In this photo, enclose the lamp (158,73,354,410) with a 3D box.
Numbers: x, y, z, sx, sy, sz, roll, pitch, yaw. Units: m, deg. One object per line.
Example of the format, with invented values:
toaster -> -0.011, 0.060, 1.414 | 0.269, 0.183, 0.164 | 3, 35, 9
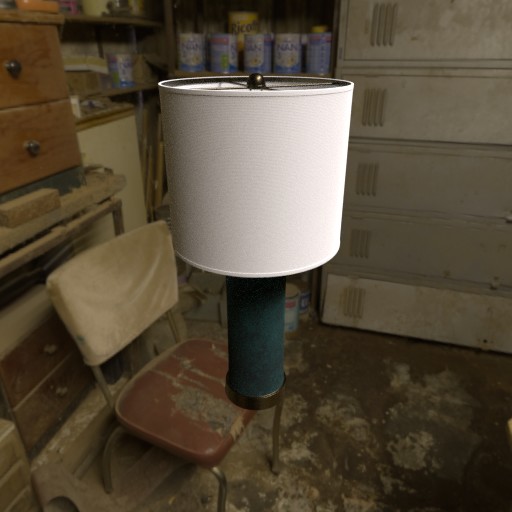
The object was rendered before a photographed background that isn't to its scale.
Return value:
lamp -> 0.000, 0.000, 0.824 | 0.301, 0.630, 0.301 | 8, 27, 17
